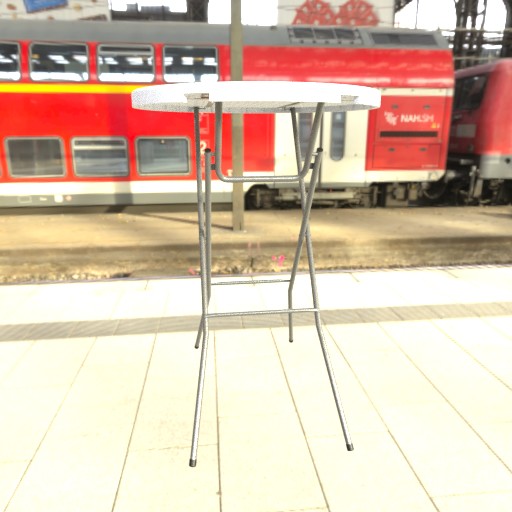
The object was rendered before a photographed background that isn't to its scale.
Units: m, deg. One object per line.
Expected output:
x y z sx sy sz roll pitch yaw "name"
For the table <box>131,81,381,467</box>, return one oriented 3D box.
0.000 0.000 1.607 0.792 1.105 0.795 -2 16 -8 "table"
